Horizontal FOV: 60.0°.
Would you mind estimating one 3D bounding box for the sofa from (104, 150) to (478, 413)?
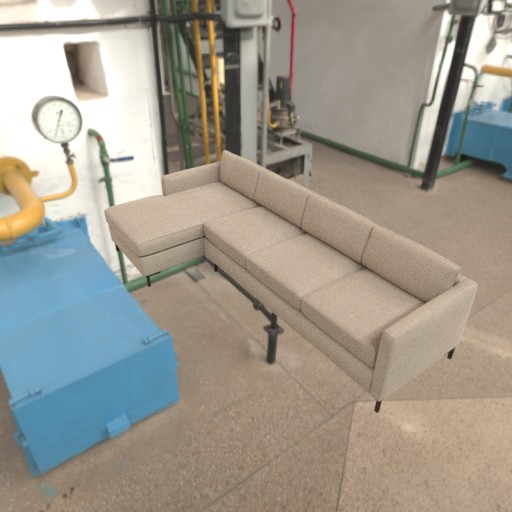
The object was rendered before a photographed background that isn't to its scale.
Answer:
[{"bbox_3d":[0.000,0.000,3.570,1.469,0.816,2.923,-21,38,-30],"label":"sofa"}]
